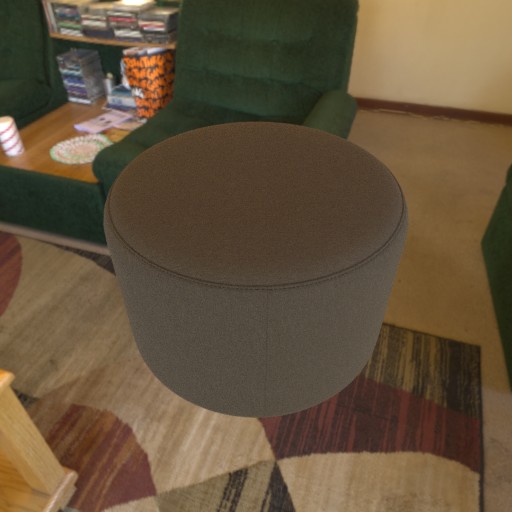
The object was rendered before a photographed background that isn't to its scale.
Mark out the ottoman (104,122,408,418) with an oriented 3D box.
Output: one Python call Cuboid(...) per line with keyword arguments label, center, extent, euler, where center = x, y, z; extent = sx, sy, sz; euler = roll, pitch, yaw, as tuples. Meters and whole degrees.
Cuboid(label="ottoman", center=(0.000, 0.000, 1.010), extent=(0.608, 0.433, 0.608), euler=(0, 41, 0))
